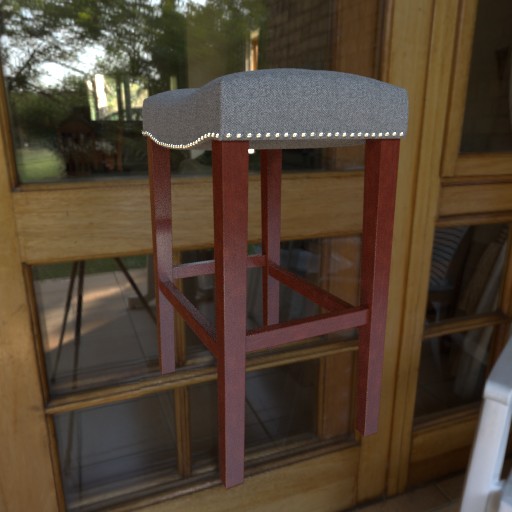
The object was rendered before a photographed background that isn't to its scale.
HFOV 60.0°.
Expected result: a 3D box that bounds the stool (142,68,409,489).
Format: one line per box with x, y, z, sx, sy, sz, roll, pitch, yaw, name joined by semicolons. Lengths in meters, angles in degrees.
0.000;0.000;1.008;0.372;0.742;0.504;-8;18;-25;stool
